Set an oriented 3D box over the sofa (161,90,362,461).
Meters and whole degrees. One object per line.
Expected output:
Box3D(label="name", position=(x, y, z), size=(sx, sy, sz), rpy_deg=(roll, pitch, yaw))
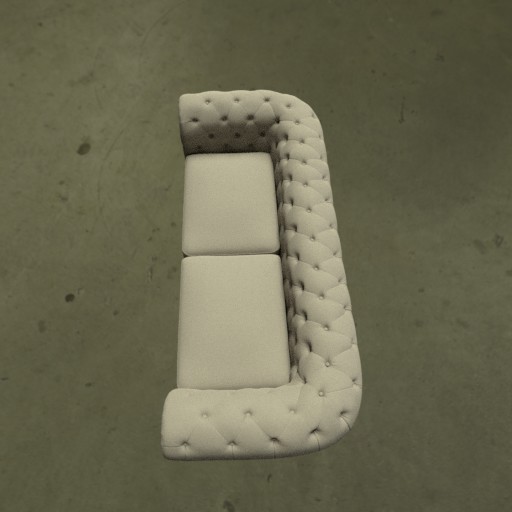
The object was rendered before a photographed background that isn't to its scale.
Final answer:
Box3D(label="sofa", position=(0.000, 0.000, 2.839), size=(0.991, 0.749, 2.411), rpy_deg=(-2, 61, -1))
